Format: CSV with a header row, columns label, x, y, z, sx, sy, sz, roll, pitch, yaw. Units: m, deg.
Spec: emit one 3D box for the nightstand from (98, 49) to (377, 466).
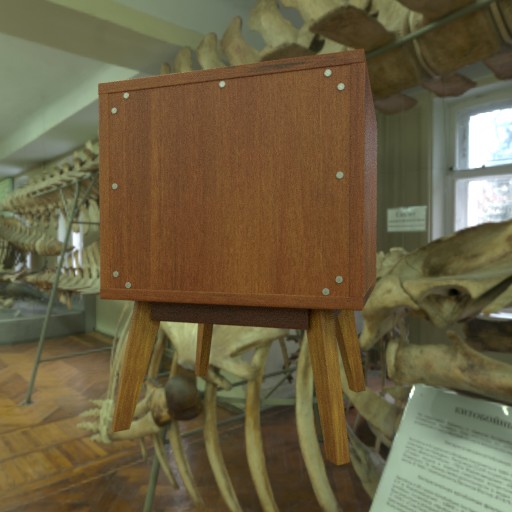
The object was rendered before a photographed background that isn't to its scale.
label,x,y,z,sx,sy,sz,roll,pitch,yaw
nightstand,0.000,0.000,0.912,0.460,0.618,0.411,0,2,18
